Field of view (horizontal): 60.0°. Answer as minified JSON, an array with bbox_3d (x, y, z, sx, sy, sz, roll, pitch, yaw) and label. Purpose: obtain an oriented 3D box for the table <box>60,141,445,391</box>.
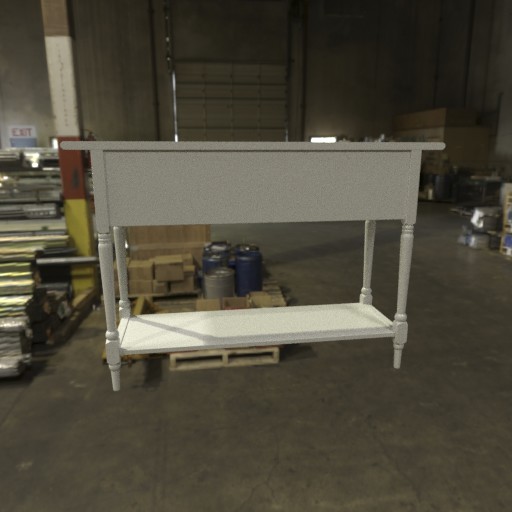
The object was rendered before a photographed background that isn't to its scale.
[{"bbox_3d":[0.000,0.000,1.635,1.197,0.808,0.384,-2,13,-9],"label":"table"}]
